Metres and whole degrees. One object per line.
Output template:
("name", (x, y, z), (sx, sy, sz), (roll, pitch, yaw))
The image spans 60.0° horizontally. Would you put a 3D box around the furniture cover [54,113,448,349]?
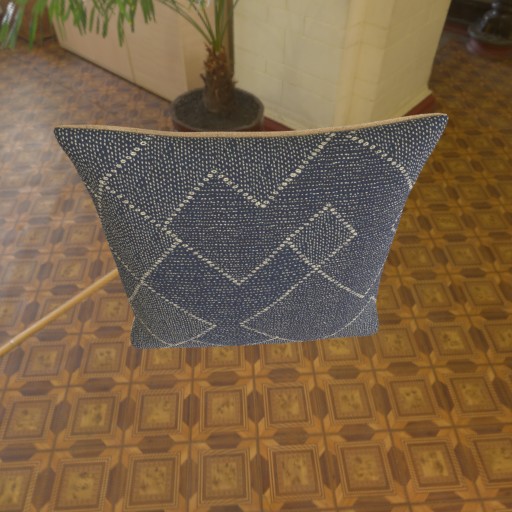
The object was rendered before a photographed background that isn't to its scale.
("furniture cover", (0.000, 0.000, 0.743), (0.511, 0.503, 0.162), (-3, 47, -3))
